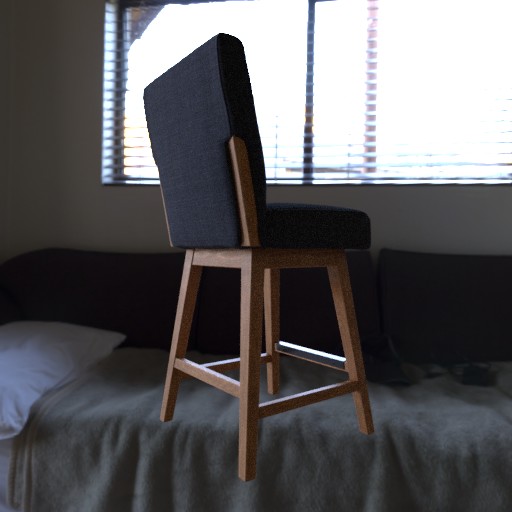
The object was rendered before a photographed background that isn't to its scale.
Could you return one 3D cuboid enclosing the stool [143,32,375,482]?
[{"bbox_3d":[0.000,0.000,1.290,0.526,1.010,0.459,-1,1,-37],"label":"stool"}]
